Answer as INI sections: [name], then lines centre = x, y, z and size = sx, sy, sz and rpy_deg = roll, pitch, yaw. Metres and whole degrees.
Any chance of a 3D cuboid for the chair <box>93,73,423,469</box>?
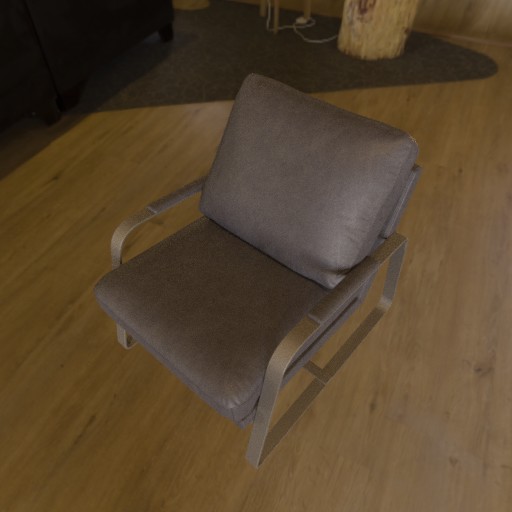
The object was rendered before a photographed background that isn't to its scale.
[chair]
centre = 0.000, 0.000, 1.431
size = 0.692, 0.839, 0.878
rpy_deg = 32, 55, 27
